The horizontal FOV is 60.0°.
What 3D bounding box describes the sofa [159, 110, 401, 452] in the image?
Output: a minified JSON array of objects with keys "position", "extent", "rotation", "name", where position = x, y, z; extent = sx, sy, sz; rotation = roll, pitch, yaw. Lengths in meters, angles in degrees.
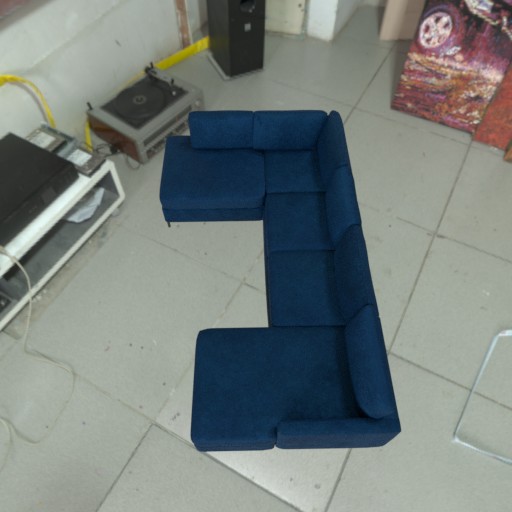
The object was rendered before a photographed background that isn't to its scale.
[{"position":[0.000,0.000,4.329],"extent":[2.055,0.992,3.434],"rotation":[-1,56,-1],"name":"sofa"}]
